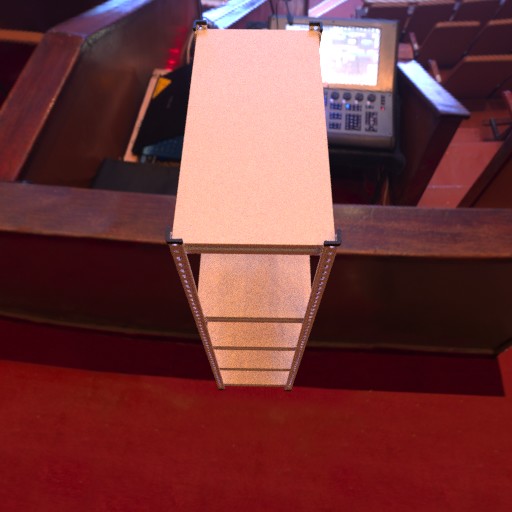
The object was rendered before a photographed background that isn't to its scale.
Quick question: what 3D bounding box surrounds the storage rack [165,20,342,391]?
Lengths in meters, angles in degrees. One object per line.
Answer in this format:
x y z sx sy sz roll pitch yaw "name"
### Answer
0.000 0.000 2.161 0.457 1.829 0.914 1 62 0 "storage rack"
